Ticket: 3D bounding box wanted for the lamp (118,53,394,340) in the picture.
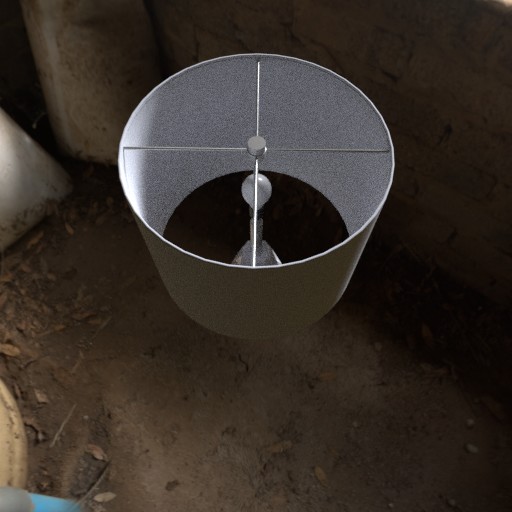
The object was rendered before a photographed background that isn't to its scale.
[{"bbox_3d":[0.000,0.000,0.707,0.297,0.522,0.297,0,62,0],"label":"lamp"}]
